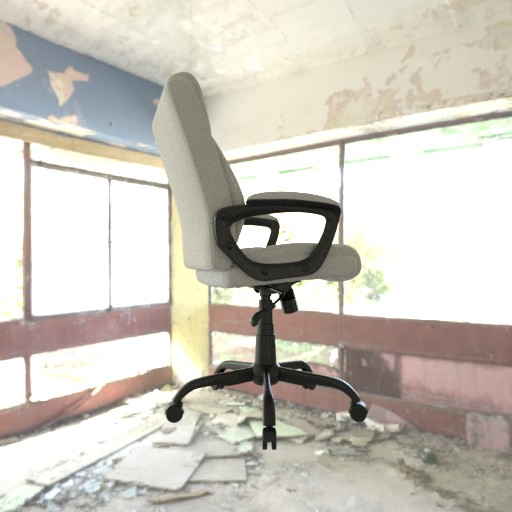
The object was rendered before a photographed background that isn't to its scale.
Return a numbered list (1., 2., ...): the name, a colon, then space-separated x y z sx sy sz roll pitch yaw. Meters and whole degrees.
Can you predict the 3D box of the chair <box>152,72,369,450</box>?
1. chair: 0.000 0.000 1.522 0.669 1.065 0.663 0 -1 -19
